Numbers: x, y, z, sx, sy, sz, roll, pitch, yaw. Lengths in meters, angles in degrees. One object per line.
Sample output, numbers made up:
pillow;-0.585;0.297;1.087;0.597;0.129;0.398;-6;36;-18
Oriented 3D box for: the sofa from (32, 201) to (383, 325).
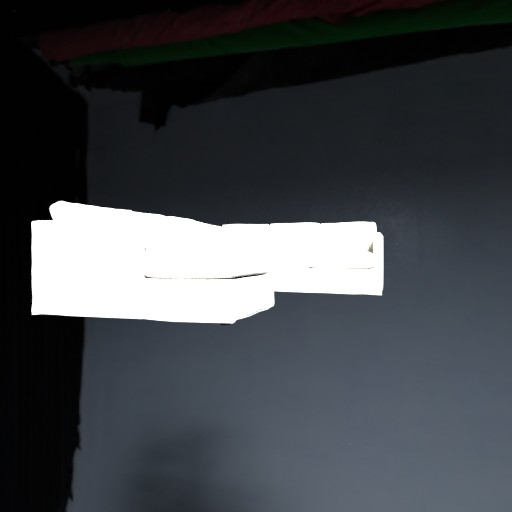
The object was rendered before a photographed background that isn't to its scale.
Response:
sofa;0.000;0.000;4.529;2.448;0.882;3.464;0;0;17
